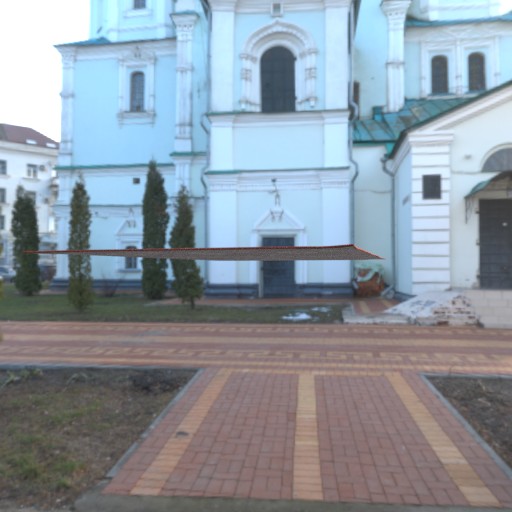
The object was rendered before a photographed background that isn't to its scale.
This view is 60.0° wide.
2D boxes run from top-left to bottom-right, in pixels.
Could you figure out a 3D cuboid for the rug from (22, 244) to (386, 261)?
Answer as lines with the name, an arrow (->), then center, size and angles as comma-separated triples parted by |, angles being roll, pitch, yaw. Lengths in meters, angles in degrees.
rug -> 0.000, 0.000, 2.885 | 1.521, 0.026, 2.286 | -1, -2, 19
